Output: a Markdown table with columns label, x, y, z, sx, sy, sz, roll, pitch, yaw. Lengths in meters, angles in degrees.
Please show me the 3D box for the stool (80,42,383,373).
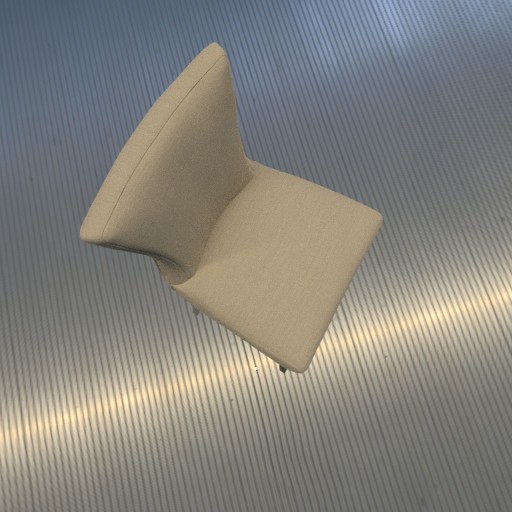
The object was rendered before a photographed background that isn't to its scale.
| label | x | y | z | sx | sy | sz | roll | pitch | yaw |
| --- | --- | --- | --- | --- | --- | --- | --- | --- | --- |
| stool | 0.000 | 0.000 | 1.381 | 0.574 | 1.086 | 0.514 | 28 | 78 | 7 |
